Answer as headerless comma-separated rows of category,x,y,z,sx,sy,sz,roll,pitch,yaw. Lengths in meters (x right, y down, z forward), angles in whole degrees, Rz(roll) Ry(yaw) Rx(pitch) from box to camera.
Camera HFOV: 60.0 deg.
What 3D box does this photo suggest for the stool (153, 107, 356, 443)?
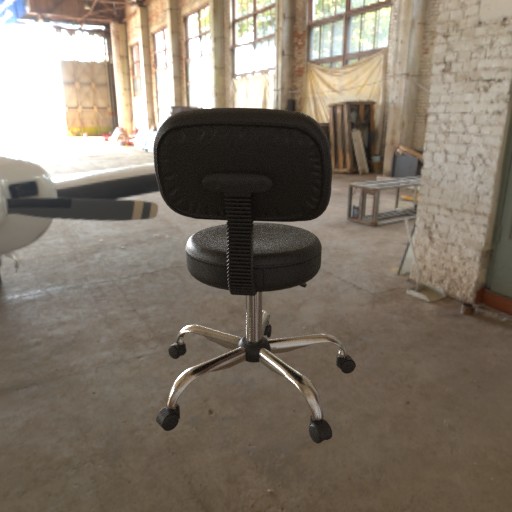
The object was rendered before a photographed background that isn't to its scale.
stool,0.000,0.000,1.375,0.673,0.862,0.648,2,18,7
